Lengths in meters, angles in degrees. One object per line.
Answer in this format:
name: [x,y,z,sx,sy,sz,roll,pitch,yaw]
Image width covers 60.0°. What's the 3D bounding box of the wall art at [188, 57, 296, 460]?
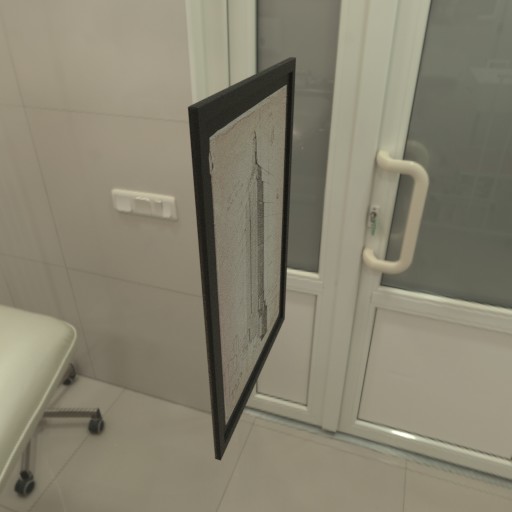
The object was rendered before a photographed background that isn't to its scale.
wall art: [0.000,0.000,0.866,0.012,0.661,0.451,10,33,16]
